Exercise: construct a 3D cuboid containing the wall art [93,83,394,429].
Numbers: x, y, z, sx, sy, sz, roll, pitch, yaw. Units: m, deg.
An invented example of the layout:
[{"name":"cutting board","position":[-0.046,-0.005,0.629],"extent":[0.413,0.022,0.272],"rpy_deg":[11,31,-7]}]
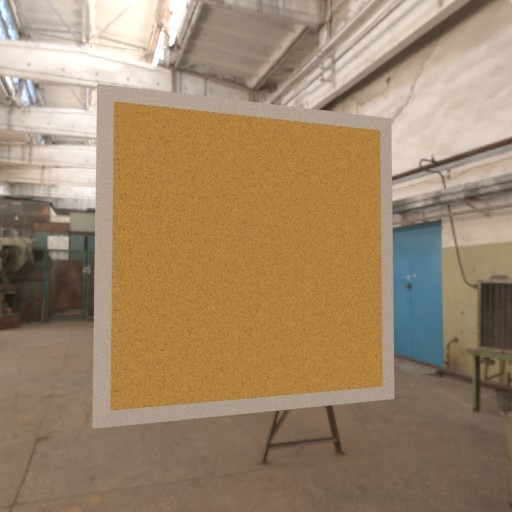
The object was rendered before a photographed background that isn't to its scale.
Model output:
[{"name":"wall art","position":[0.000,0.000,1.891],"extent":[1.289,1.291,0.098],"rpy_deg":[1,-2,-17]}]
